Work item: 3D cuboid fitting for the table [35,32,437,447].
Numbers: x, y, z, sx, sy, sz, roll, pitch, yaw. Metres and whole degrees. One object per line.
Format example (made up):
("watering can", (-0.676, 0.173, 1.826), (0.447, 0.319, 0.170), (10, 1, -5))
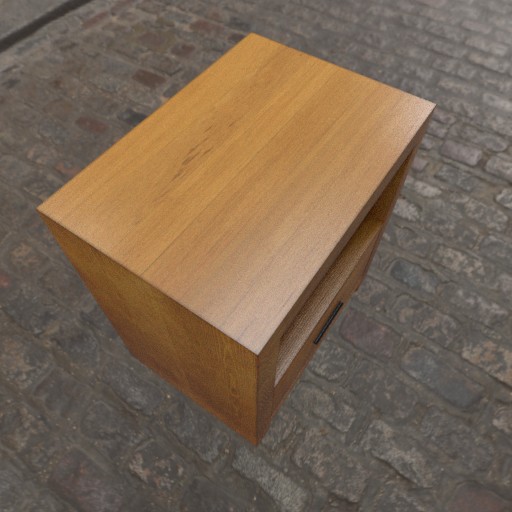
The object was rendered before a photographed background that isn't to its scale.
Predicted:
("table", (0.000, 0.000, 0.958), (0.400, 0.605, 0.550), (30, 62, 18))
